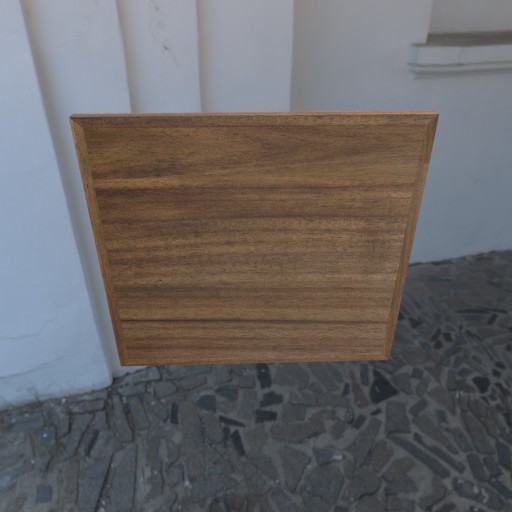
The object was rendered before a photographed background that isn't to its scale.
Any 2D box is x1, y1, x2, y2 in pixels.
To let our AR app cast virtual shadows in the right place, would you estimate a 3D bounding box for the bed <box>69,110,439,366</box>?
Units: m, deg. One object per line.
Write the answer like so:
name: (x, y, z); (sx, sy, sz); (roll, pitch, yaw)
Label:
bed: (0.000, 0.000, 1.499); (1.041, 0.940, 0.043); (-1, 30, -2)
